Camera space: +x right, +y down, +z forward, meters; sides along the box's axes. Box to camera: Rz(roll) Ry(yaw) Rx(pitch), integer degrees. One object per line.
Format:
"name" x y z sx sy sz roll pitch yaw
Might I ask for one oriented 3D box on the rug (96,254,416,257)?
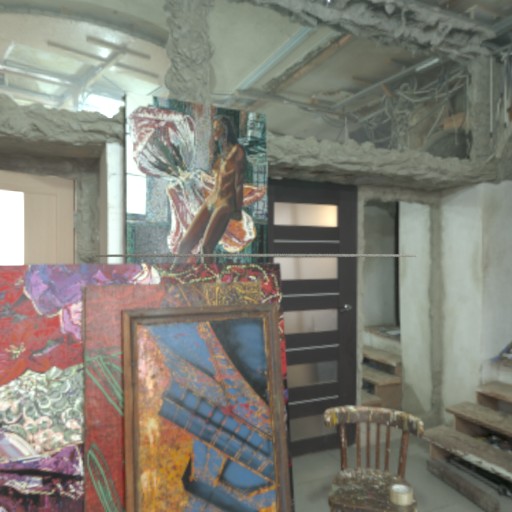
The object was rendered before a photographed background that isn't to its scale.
"rug" 0.000 0.000 3.495 2.382 0.014 2.382 0 0 0
